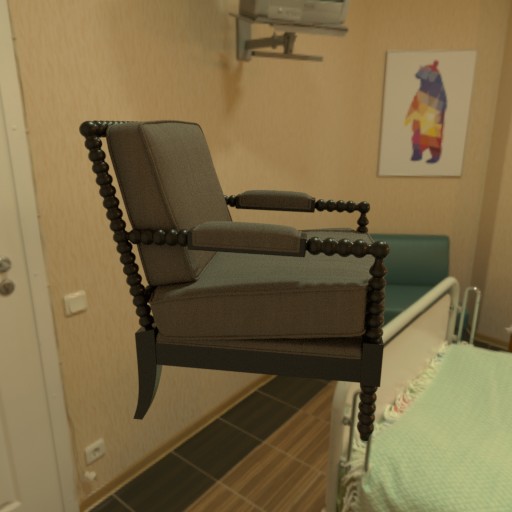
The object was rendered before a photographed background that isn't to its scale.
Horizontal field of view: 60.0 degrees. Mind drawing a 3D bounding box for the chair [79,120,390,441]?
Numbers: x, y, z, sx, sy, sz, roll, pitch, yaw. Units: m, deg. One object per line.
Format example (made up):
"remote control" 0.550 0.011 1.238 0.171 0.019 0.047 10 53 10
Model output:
"chair" 0.000 0.000 1.126 0.622 0.661 0.540 3 17 9
